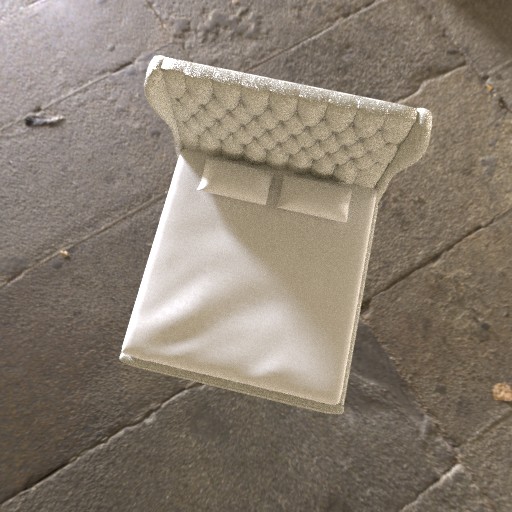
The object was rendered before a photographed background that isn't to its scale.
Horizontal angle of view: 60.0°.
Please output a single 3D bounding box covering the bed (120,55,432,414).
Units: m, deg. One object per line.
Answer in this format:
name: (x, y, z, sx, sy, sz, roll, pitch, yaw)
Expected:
bed: (0.000, 0.000, 3.884, 2.219, 1.771, 2.347, 13, 76, 3)
